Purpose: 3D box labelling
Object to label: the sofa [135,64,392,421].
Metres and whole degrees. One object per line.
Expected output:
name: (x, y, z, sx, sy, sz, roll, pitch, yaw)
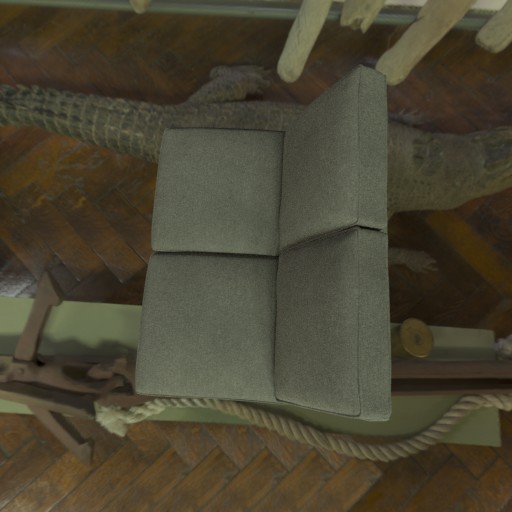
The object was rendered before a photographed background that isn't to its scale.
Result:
sofa: (0.000, 0.000, 1.918, 0.951, 1.008, 1.237, 3, 77, 1)
